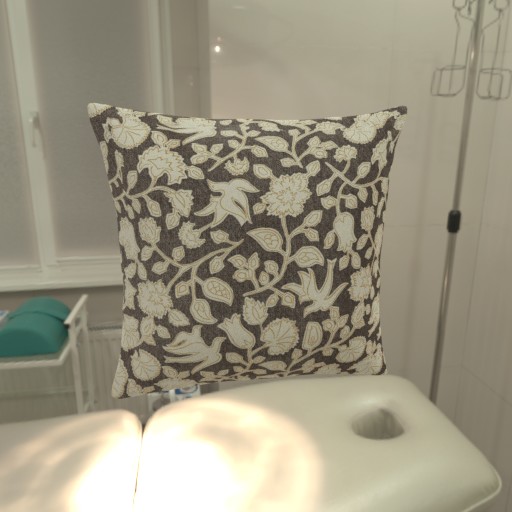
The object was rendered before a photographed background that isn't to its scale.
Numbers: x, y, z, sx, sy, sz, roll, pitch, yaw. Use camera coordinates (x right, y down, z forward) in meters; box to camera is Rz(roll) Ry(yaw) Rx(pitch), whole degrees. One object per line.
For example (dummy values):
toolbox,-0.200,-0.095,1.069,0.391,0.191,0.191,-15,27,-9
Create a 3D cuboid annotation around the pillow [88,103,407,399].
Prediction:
pillow,0.000,0.000,0.779,0.526,0.507,0.166,-2,15,-9
